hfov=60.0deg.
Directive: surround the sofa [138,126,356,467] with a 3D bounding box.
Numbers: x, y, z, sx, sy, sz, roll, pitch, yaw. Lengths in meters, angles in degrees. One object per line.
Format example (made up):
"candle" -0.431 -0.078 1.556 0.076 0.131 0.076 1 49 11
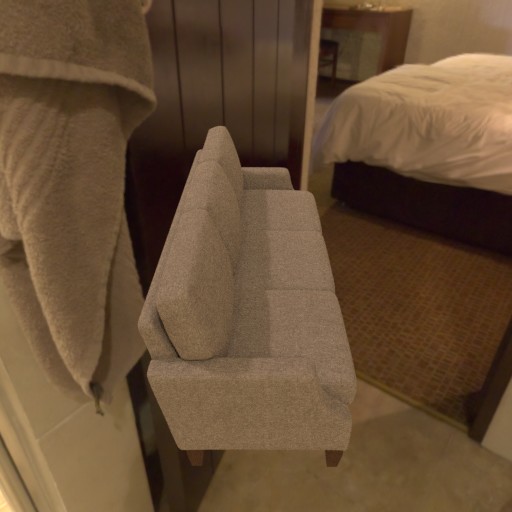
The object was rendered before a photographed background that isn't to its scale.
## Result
"sofa" 0.000 0.000 2.635 0.888 0.984 2.115 0 33 0
